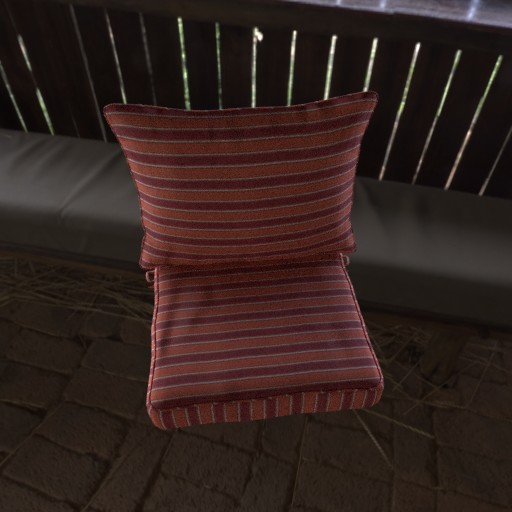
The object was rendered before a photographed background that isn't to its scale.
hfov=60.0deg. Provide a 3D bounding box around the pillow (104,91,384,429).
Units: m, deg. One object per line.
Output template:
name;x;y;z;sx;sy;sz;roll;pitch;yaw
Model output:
pillow;0.000;0.000;1.329;0.799;0.723;0.733;-5;46;-4
